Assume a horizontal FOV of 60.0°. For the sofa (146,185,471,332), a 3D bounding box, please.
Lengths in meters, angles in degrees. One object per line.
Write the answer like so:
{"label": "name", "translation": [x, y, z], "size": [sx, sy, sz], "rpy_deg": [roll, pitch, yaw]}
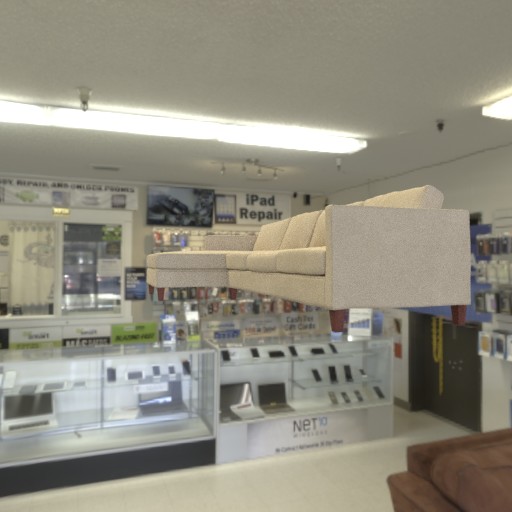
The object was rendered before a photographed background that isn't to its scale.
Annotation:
{"label": "sofa", "translation": [0.000, 0.000, 3.866], "size": [1.625, 0.846, 3.186], "rpy_deg": [0, -1, -19]}
